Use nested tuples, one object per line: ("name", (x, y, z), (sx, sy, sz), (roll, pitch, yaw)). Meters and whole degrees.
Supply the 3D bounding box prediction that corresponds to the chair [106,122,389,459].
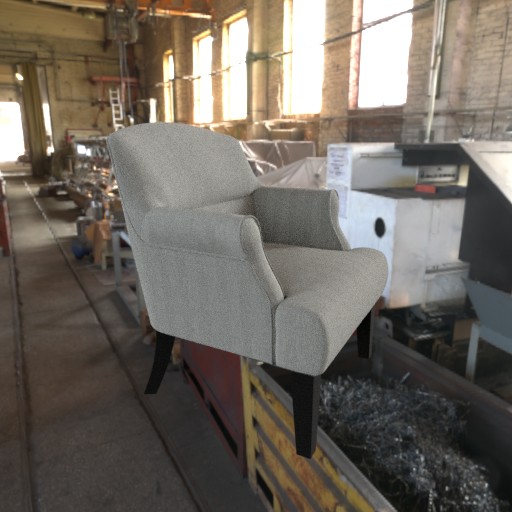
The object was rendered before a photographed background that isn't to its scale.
("chair", (0.000, 0.000, 1.500), (0.755, 0.880, 0.772), (8, 16, 27))
